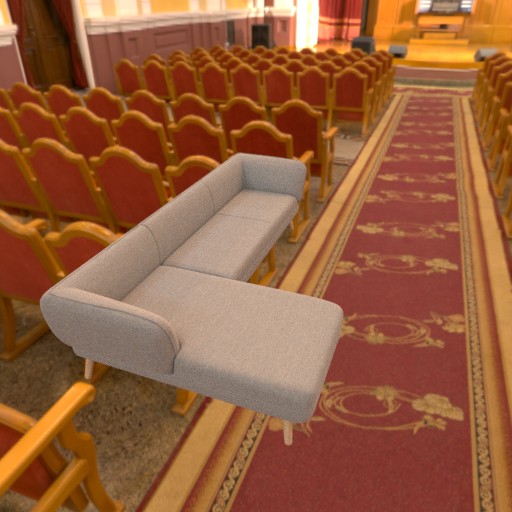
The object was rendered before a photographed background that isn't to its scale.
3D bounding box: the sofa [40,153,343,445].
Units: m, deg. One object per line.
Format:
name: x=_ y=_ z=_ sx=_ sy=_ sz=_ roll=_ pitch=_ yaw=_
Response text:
sofa: x=0.000 y=0.000 z=3.348 sx=1.532 sy=0.693 sz=2.653 roll=11 pitch=32 yaw=18
